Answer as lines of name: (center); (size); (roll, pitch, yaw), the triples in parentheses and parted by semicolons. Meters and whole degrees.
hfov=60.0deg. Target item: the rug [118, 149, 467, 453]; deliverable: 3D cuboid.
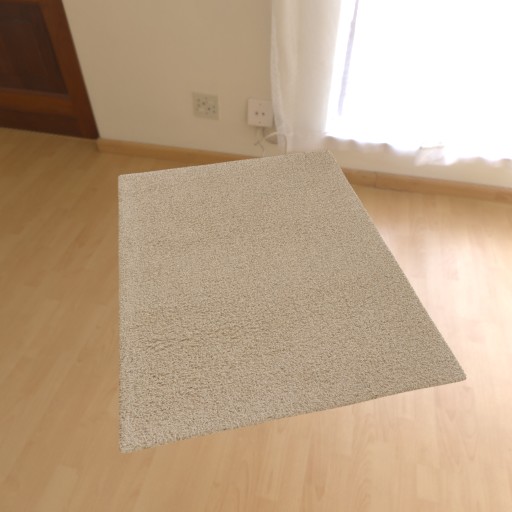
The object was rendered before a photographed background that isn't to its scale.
rug: (0.000, 0.000, 4.019); (2.438, 0.029, 3.047); (-9, 47, -9)
